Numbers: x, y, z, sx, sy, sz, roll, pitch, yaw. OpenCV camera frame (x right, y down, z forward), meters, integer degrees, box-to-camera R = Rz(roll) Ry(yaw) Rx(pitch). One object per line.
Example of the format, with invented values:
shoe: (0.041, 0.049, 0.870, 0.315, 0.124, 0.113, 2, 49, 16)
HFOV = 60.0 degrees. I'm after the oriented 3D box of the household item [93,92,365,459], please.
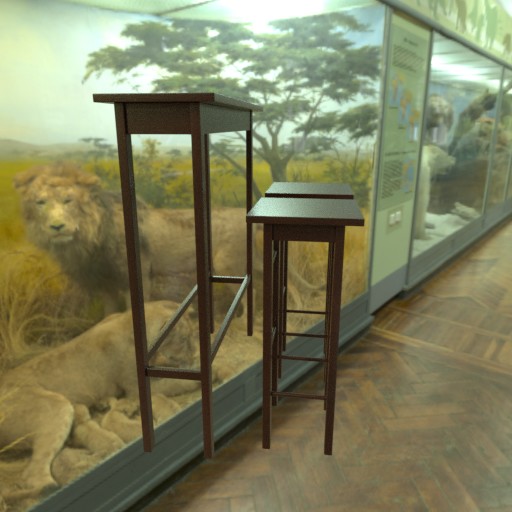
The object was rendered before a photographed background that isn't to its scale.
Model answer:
household item: (0.000, 0.000, 1.621, 0.676, 1.067, 0.914, 2, 17, 8)
